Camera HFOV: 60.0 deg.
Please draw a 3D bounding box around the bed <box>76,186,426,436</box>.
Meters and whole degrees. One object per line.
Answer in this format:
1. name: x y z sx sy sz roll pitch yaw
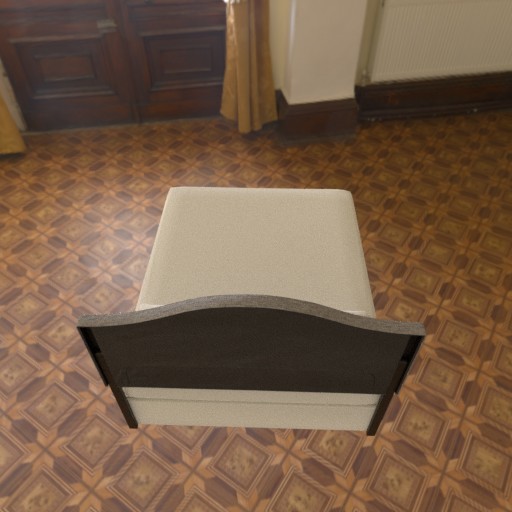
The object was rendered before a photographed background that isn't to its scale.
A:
1. bed: 0.000 0.000 2.965 1.610 1.295 1.870 1 45 1
